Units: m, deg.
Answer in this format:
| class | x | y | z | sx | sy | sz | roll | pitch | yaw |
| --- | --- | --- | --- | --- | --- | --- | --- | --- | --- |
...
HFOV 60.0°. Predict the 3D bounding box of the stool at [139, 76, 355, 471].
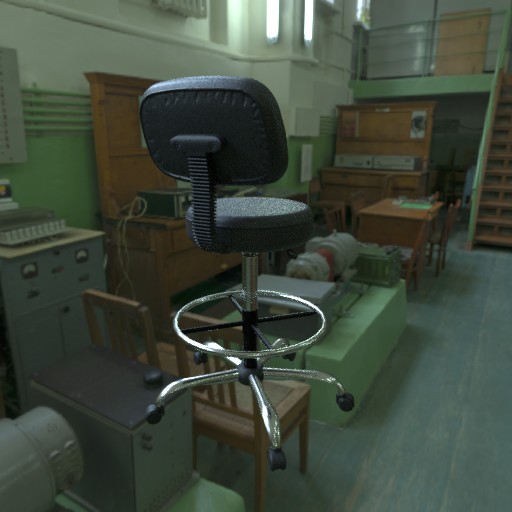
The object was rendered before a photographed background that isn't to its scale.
| class | x | y | z | sx | sy | sz | roll | pitch | yaw |
| --- | --- | --- | --- | --- | --- | --- | --- | --- | --- |
| stool | 0.000 | 0.000 | 1.486 | 0.694 | 1.069 | 0.658 | 8 | 18 | 27 |
